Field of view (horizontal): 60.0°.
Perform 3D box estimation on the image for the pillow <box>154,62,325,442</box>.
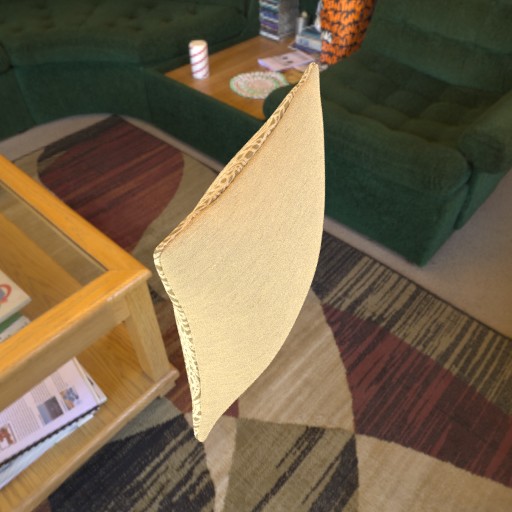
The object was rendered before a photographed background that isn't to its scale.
[{"bbox_3d":[0.000,0.000,0.673,0.167,0.421,0.438,18,49,16],"label":"pillow"}]
